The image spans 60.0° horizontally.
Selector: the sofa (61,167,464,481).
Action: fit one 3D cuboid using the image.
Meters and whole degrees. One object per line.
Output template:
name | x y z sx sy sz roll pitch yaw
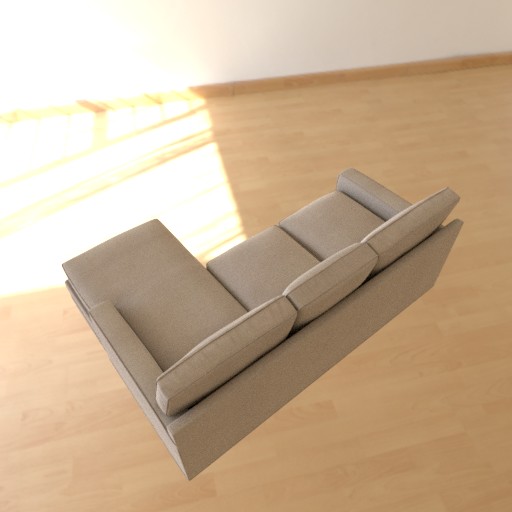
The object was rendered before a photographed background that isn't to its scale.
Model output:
sofa | 0.000 0.000 2.841 2.087 0.861 1.496 -31 54 -25
